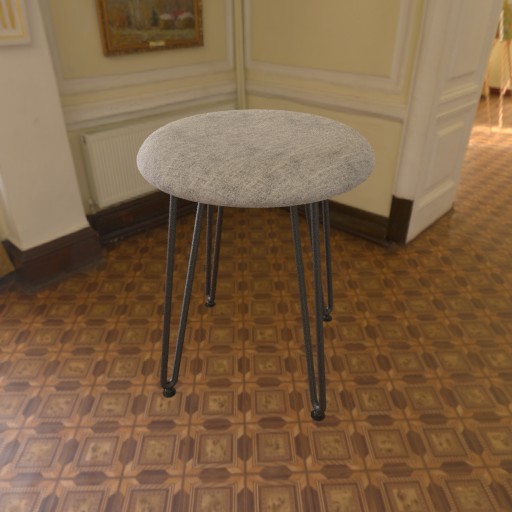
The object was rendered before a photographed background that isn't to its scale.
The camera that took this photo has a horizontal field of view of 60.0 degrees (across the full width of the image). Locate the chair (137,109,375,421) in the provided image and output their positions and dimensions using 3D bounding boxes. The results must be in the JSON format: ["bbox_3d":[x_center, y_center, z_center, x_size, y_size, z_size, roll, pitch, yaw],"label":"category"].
[{"bbox_3d":[0.000,0.000,0.670,0.350,0.386,0.350,-19,36,-29],"label":"chair"}]
